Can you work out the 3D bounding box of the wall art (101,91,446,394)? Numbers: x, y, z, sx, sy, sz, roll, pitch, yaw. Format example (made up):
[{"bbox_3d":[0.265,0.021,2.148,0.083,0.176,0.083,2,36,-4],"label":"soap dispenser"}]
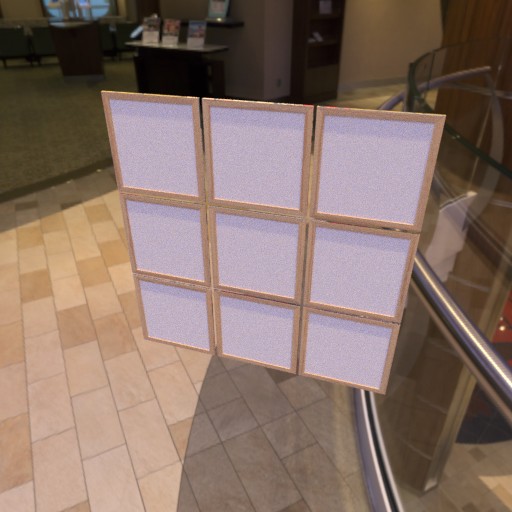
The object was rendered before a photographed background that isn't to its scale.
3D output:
[{"bbox_3d":[0.000,0.000,2.284,1.519,1.534,0.013,9,33,15],"label":"wall art"}]
